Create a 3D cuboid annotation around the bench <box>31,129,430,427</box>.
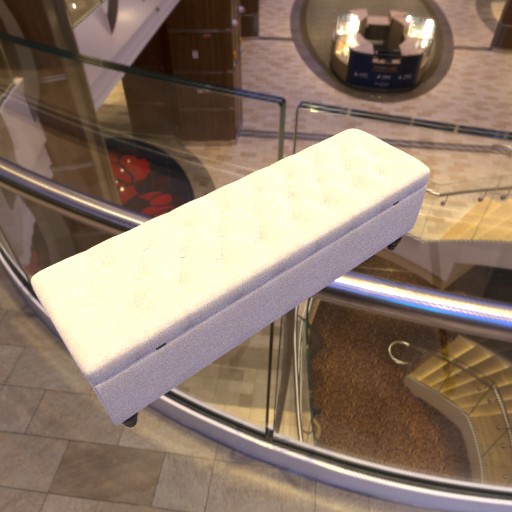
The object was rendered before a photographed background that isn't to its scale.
[{"bbox_3d":[0.000,0.000,1.724,1.480,0.467,0.455,-30,52,-26],"label":"bench"}]
